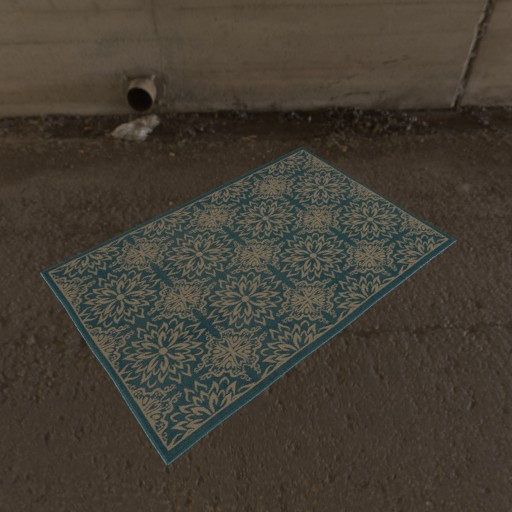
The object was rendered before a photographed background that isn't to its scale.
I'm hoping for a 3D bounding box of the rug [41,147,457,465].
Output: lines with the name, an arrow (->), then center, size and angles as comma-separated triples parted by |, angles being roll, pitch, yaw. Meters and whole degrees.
rug -> 0.000, 0.000, 2.325 | 1.833, 0.012, 1.211 | -31, 53, -26
